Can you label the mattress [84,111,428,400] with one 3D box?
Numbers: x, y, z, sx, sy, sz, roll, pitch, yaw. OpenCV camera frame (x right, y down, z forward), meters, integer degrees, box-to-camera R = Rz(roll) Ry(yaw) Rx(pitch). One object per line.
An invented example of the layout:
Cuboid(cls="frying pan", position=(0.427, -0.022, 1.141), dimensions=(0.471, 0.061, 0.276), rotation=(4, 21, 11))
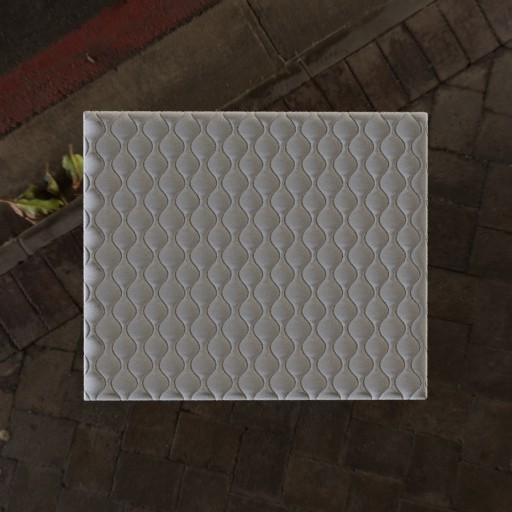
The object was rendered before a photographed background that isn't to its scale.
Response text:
Cuboid(cls="mattress", position=(0.000, 0.000, 2.510), dimensions=(1.900, 0.200, 1.600), rotation=(0, 90, -1))
